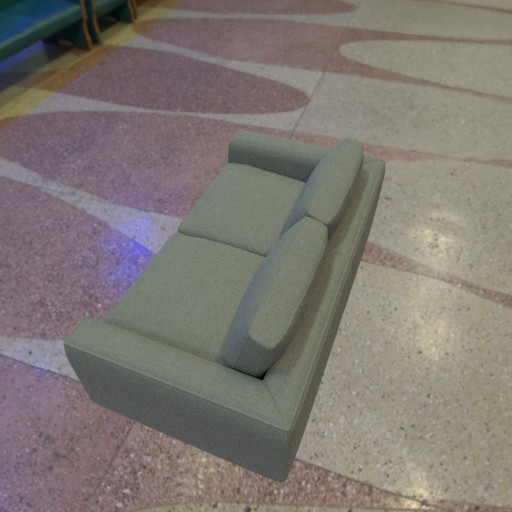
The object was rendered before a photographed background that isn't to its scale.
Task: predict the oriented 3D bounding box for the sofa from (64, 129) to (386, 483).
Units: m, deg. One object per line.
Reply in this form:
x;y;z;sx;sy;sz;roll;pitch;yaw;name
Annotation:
0.000;0.000;2.458;1.069;0.800;1.920;16;48;15;sofa
